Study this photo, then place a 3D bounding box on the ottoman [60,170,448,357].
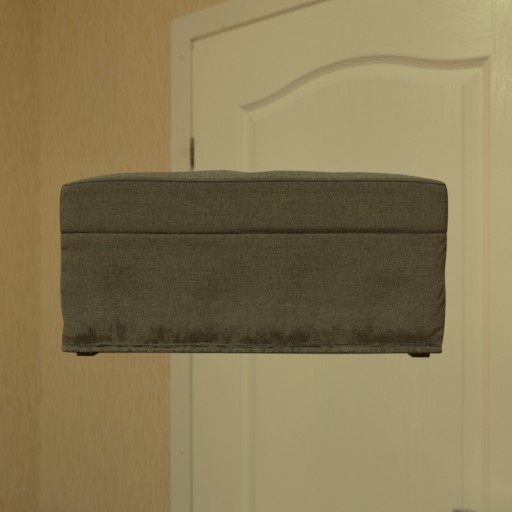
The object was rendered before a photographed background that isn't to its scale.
[{"bbox_3d":[0.000,0.000,1.337,0.843,0.436,0.840,0,0,1],"label":"ottoman"}]
